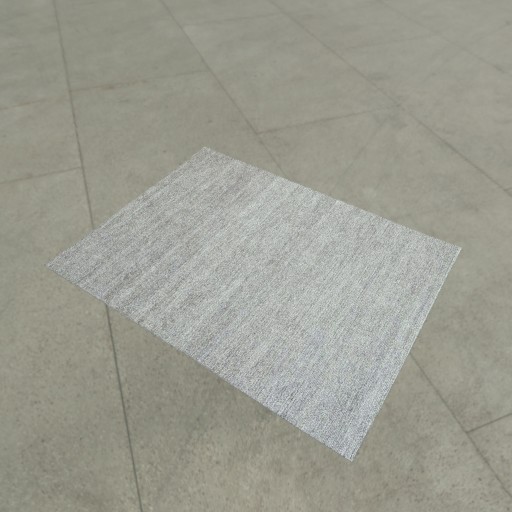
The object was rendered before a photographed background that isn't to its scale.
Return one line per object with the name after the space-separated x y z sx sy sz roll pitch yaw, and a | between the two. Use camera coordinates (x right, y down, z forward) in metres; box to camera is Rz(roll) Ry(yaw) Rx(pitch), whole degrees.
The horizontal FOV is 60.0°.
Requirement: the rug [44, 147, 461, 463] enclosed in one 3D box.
0.000 0.000 4.238 3.202 0.045 2.434 26 51 23 | rug
